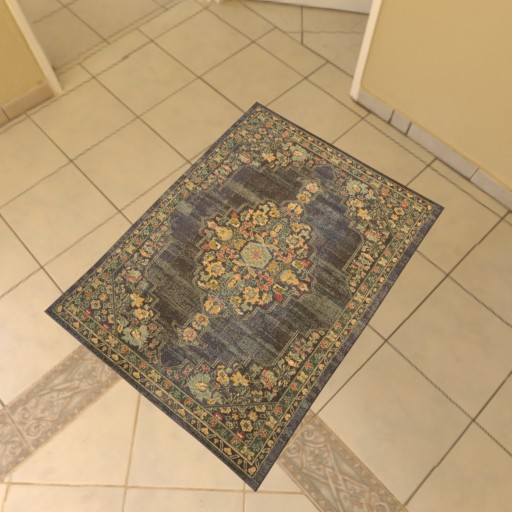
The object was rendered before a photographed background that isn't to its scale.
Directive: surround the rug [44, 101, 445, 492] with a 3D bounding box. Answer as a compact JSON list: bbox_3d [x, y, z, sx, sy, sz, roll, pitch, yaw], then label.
[{"bbox_3d":[0.000,0.000,4.798,2.716,0.035,3.612,34,69,15],"label":"rug"}]
